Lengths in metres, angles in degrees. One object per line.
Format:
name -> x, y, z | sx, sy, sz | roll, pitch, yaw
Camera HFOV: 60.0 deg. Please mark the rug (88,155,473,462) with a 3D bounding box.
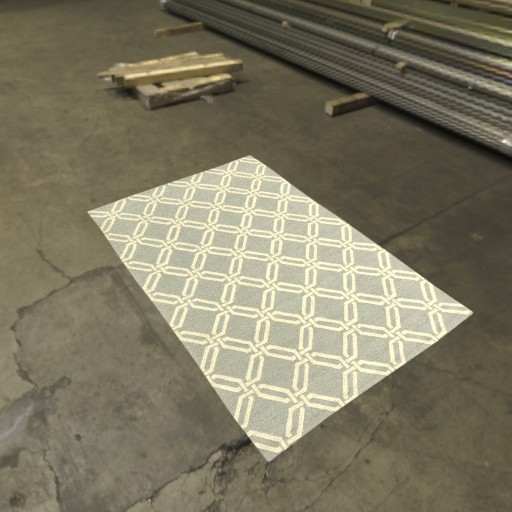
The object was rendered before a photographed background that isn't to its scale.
rug -> 0.000, 0.000, 2.254 | 1.148, 0.010, 1.754 | -25, 47, -26
